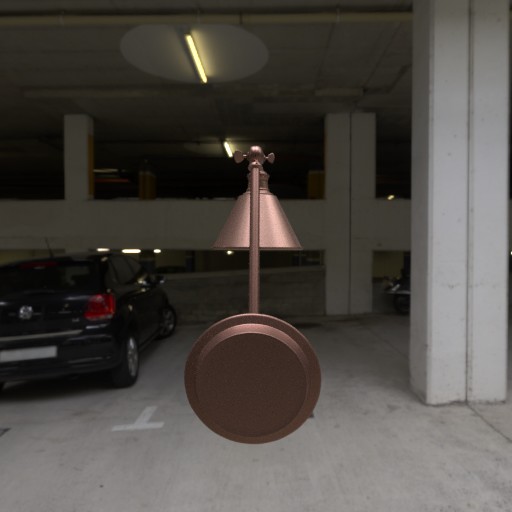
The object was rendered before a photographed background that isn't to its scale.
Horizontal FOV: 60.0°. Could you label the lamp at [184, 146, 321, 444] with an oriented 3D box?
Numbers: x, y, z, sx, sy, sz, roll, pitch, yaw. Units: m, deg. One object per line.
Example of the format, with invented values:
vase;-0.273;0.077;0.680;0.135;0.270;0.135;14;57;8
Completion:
lamp;0.000;0.000;0.884;0.223;0.502;0.624;0;1;1
